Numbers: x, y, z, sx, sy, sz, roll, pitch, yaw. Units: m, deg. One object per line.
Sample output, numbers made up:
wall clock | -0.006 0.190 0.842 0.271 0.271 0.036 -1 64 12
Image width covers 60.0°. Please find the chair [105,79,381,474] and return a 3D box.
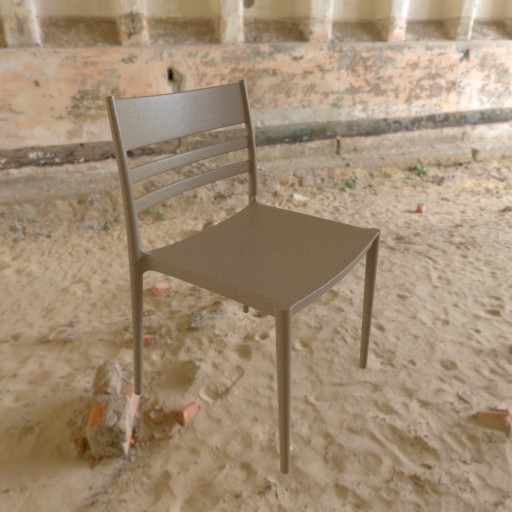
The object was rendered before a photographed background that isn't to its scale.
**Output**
chair | 0.000 0.000 1.146 0.511 0.800 0.531 18 32 31
